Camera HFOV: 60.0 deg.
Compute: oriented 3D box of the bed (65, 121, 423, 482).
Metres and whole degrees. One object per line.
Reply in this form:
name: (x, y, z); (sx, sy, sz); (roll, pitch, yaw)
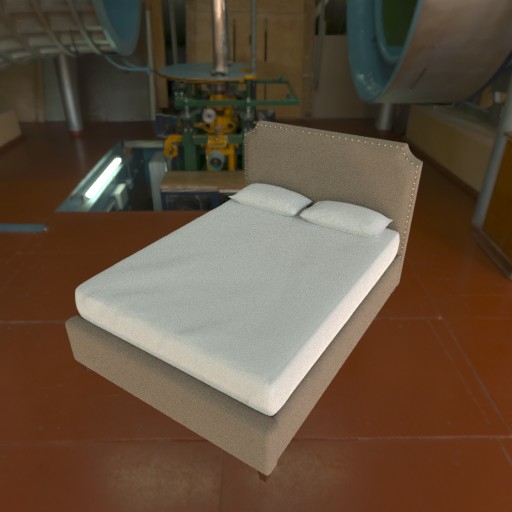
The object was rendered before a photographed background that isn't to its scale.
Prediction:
bed: (0.000, 0.000, 3.413); (1.703, 1.415, 2.329); (18, 35, 28)
